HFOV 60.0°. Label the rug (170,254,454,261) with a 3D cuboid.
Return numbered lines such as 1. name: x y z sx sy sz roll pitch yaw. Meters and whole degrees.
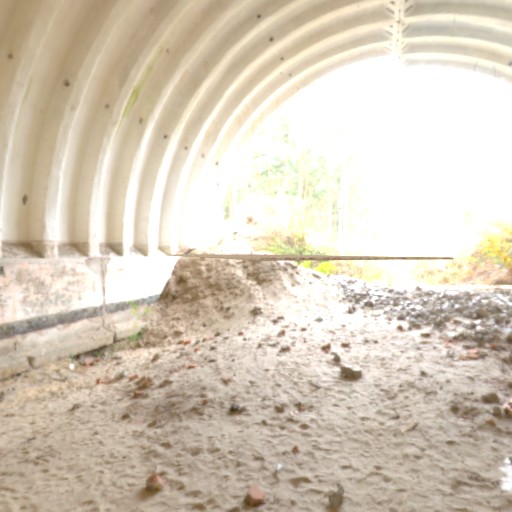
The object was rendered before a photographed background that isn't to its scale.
1. rug: 0.000 0.000 2.664 0.750 0.009 2.435 0 0 -18
